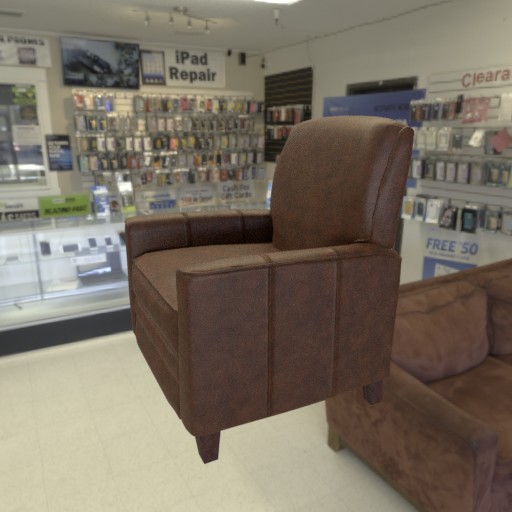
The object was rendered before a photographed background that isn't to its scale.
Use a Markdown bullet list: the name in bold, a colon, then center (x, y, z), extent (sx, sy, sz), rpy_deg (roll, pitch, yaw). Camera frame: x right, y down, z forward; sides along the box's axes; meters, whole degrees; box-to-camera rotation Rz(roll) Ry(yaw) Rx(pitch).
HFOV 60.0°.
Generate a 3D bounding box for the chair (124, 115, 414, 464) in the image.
- **chair**: center (0.000, 0.000, 1.659), extent (0.850, 1.010, 0.839), rpy_deg (-8, 18, -26)
